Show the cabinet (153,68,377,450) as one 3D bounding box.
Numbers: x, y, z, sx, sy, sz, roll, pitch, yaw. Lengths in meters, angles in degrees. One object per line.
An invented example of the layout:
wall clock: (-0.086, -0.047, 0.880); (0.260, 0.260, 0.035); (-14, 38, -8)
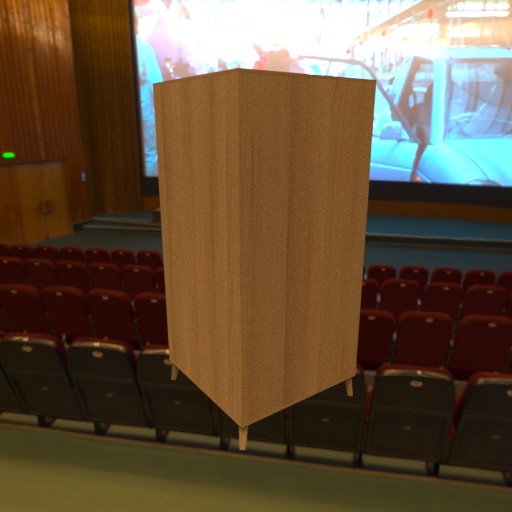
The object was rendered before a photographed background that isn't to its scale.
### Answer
cabinet: (0.000, 0.000, 2.627); (1.272, 1.957, 0.969); (3, 17, 9)
